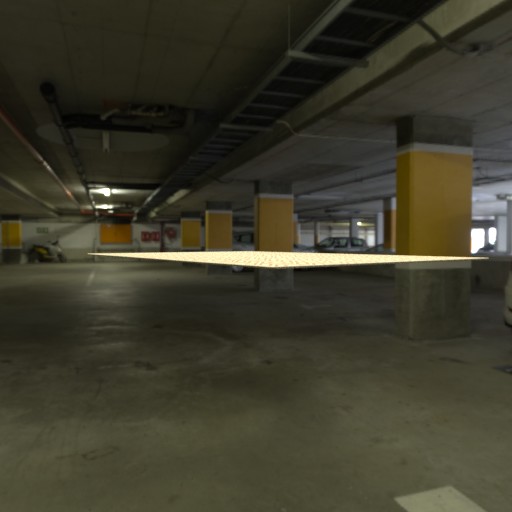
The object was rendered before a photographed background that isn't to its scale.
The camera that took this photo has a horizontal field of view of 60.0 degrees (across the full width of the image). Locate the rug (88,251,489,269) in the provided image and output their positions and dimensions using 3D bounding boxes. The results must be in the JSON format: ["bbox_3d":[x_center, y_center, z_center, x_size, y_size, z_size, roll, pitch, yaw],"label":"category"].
[{"bbox_3d":[0.000,0.000,2.338,1.220,0.007,1.828,-1,2,-36],"label":"rug"}]
